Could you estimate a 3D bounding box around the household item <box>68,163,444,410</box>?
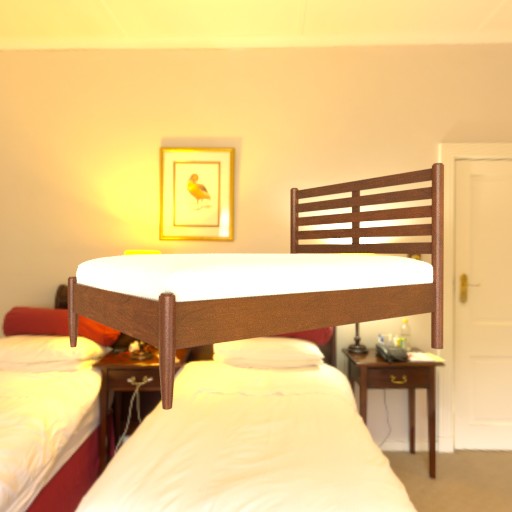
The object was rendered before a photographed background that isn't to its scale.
[{"bbox_3d":[0.000,0.000,3.250,2.232,1.356,1.663,0,1,-37],"label":"household item"}]
